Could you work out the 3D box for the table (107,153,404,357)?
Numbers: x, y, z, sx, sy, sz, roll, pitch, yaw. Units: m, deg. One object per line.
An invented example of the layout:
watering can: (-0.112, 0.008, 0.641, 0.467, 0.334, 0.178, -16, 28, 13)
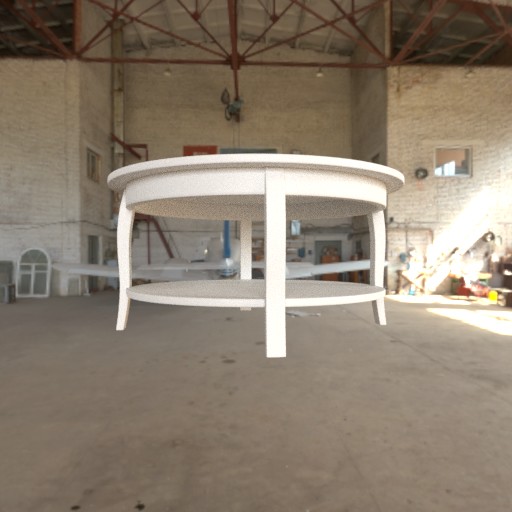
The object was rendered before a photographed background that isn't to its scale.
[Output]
table: (0.000, 0.000, 1.434, 0.910, 0.457, 0.910, 0, 0, 0)
